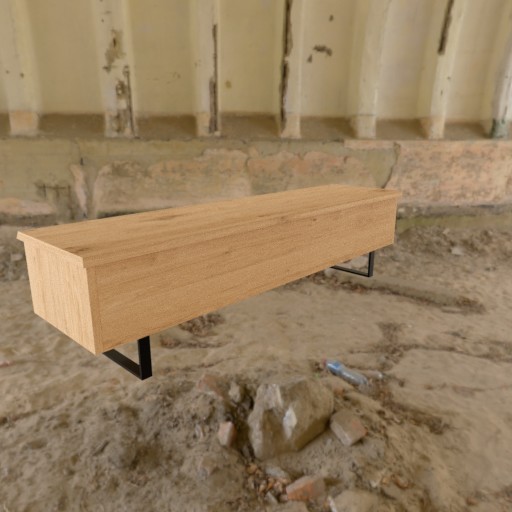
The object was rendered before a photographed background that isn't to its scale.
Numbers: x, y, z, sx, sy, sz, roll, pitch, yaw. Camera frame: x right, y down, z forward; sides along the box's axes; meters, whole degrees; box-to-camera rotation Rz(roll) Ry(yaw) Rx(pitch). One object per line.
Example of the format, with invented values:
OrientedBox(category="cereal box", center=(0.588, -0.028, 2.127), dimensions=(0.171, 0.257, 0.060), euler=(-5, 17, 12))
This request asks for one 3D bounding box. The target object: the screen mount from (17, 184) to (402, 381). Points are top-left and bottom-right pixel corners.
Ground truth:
OrientedBox(category="screen mount", center=(0.000, 0.000, 1.880), dimensions=(0.450, 0.430, 1.700), euler=(15, 21, 42))
